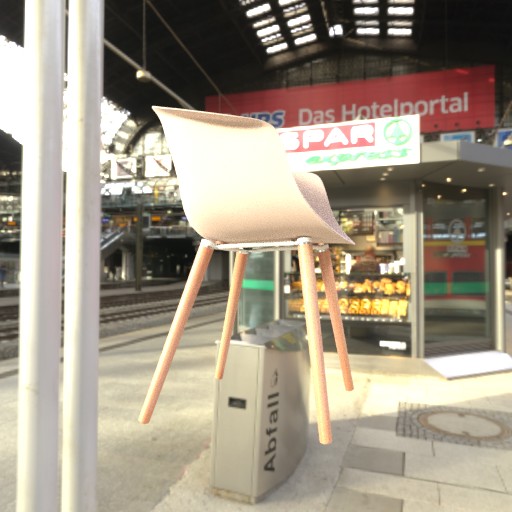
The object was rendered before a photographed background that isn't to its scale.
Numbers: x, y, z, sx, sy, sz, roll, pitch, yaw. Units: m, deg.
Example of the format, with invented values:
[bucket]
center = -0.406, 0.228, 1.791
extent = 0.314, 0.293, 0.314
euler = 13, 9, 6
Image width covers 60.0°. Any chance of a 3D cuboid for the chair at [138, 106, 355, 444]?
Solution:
[chair]
center = 0.000, 0.000, 1.176
extent = 0.504, 0.781, 0.593
euler = -1, -2, 18
